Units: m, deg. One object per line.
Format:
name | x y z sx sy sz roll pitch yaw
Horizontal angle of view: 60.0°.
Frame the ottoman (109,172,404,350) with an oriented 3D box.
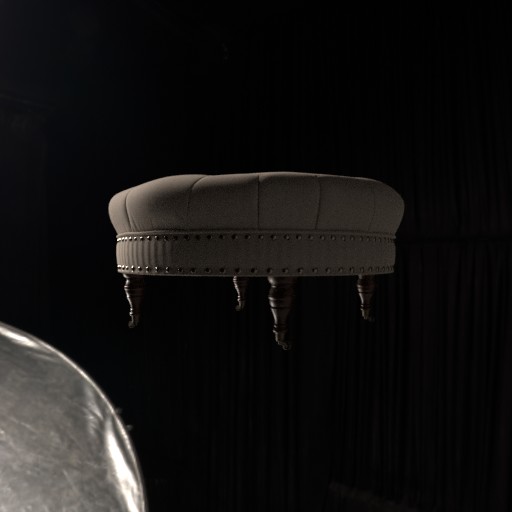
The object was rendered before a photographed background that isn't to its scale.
ottoman | 0.000 0.000 1.421 0.901 0.439 0.901 0 0 0
